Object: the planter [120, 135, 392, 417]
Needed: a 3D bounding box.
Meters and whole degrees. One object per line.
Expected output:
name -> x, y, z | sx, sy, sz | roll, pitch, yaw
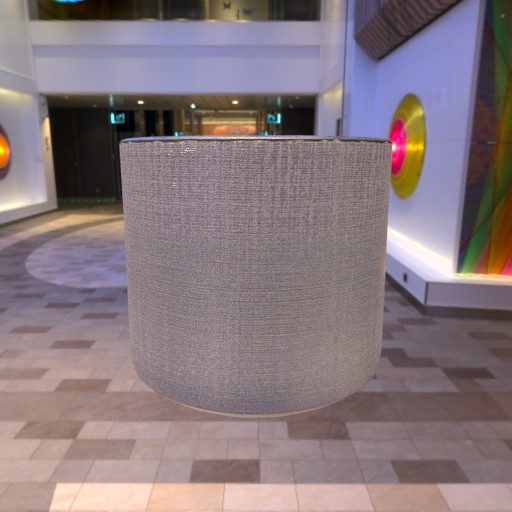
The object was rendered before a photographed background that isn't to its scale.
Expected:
planter -> 0.000, 0.000, 0.221 | 0.125, 0.112, 0.125 | 0, 13, 0
